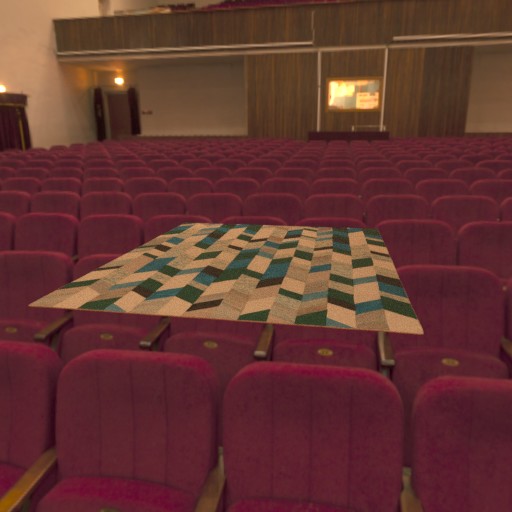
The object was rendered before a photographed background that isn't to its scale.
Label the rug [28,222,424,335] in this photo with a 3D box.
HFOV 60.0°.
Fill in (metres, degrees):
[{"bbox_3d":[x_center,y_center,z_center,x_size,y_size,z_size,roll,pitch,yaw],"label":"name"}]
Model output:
[{"bbox_3d":[0.000,0.000,4.087,2.440,0.008,3.036,3,15,10],"label":"rug"}]
